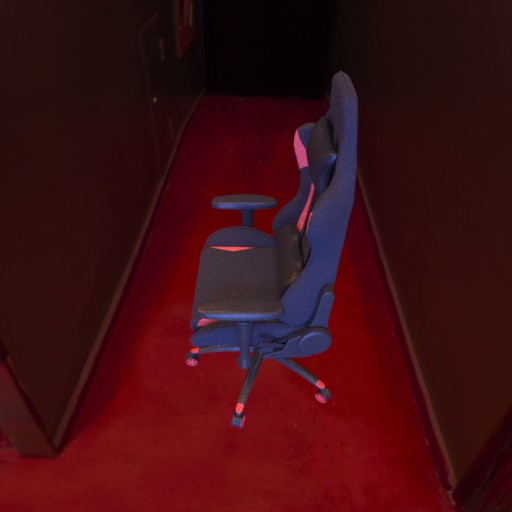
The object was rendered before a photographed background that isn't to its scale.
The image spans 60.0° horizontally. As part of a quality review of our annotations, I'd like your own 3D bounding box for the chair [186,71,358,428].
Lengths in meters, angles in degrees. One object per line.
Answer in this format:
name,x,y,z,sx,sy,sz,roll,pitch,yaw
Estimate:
chair,0.000,0.000,1.682,0.658,1.326,0.695,0,40,0
